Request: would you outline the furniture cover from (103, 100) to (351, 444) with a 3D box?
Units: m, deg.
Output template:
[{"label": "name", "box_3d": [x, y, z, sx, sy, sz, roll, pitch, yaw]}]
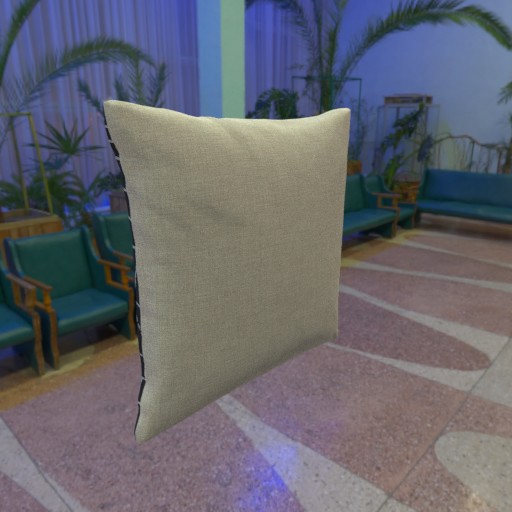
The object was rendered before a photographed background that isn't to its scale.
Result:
[{"label": "furniture cover", "box_3d": [0.000, 0.000, 0.784, 0.517, 0.508, 0.158, -16, 23, -42]}]
